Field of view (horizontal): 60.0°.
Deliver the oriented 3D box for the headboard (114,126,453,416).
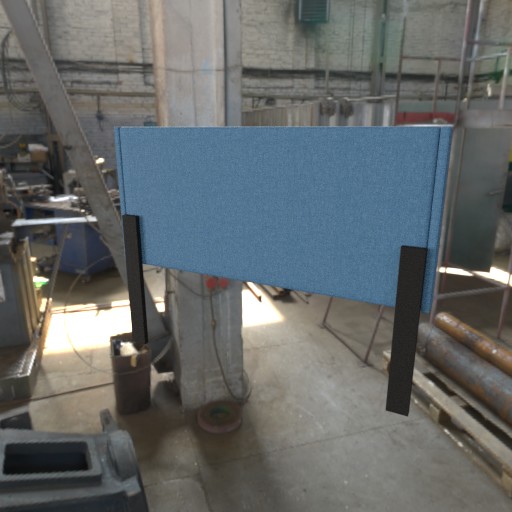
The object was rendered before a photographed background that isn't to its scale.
[{"bbox_3d":[0.000,0.000,2.721,2.051,1.524,0.184,8,18,26],"label":"headboard"}]
